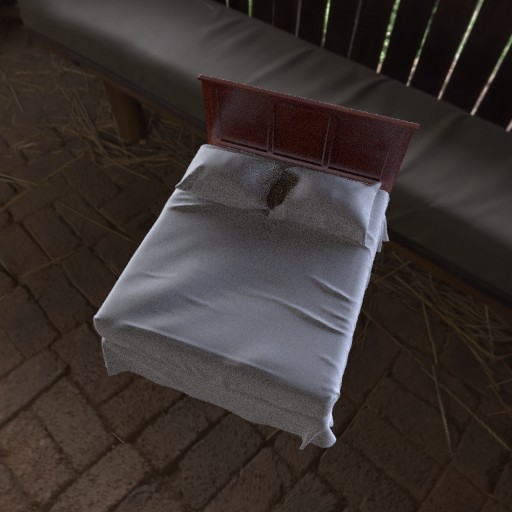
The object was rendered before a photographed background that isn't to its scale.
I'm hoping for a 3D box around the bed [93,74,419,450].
[{"bbox_3d":[0.000,0.000,3.213,1.870,1.270,2.050,17,58,11],"label":"bed"}]
